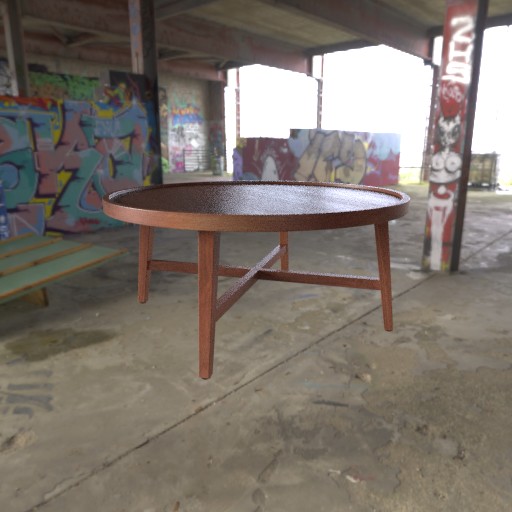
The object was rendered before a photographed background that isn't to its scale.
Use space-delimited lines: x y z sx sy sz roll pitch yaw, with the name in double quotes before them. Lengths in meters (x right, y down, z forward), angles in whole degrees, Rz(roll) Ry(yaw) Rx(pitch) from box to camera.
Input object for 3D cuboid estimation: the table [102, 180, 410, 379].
"table" 0.000 0.000 1.259 0.800 0.360 0.800 0 14 0
